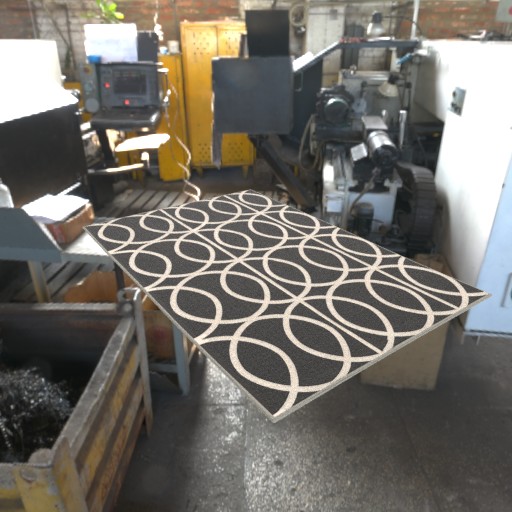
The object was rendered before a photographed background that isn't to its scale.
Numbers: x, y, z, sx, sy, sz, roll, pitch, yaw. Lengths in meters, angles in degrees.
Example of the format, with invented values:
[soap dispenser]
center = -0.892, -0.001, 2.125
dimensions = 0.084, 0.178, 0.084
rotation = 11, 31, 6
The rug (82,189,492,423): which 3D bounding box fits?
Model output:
[rug]
center = 0.000, 0.000, 2.843
dimensions = 1.528, 0.014, 2.294
rotation = -18, 32, -32
